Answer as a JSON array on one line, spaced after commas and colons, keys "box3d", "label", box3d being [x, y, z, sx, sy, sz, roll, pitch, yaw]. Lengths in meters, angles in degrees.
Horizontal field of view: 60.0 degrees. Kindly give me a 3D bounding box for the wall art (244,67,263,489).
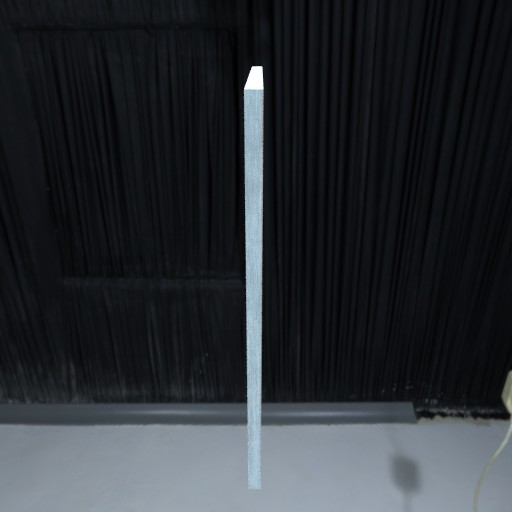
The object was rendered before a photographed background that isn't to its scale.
[{"box3d": [0.000, 0.000, 0.808, 0.020, 0.613, 0.481, 0, 26, 1], "label": "wall art"}]
